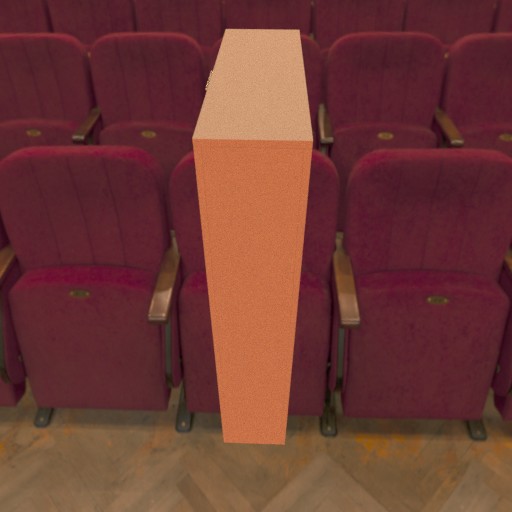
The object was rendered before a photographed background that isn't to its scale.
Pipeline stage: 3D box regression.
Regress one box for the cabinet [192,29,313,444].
[{"bbox_3d":[0.000,0.000,1.569,0.250,1.280,0.750,1,42,2],"label":"cabinet"}]
